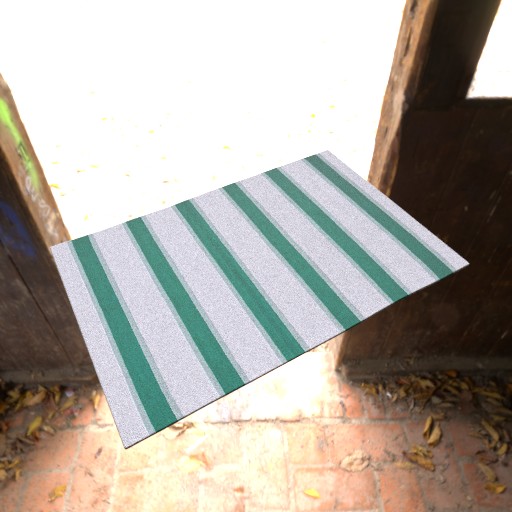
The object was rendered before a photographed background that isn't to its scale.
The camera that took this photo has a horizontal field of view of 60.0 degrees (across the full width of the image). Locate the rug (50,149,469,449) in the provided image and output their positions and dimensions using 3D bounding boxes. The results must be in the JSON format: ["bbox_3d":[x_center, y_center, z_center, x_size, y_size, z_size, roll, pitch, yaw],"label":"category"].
[{"bbox_3d":[0.000,0.000,2.311,1.829,0.012,1.210,-23,51,-20],"label":"rug"}]
